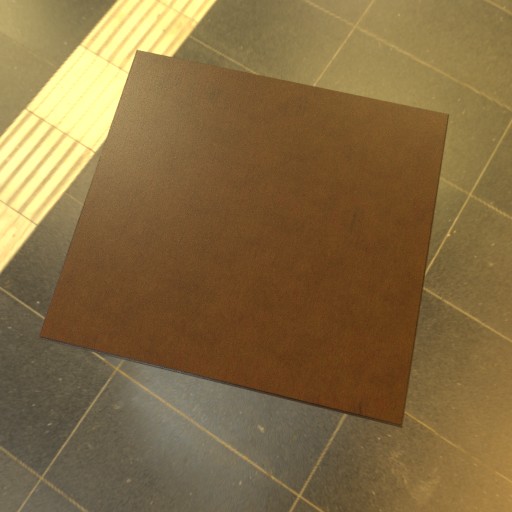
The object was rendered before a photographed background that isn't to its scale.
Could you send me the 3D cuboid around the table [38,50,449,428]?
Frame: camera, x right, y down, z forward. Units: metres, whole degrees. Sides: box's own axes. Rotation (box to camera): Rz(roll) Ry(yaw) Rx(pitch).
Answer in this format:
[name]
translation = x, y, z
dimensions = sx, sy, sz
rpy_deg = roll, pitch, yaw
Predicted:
[table]
translation = 0.000, 0.000, 1.038
dimensions = 0.602, 0.562, 0.560
rpy_deg = 13, 77, 3
